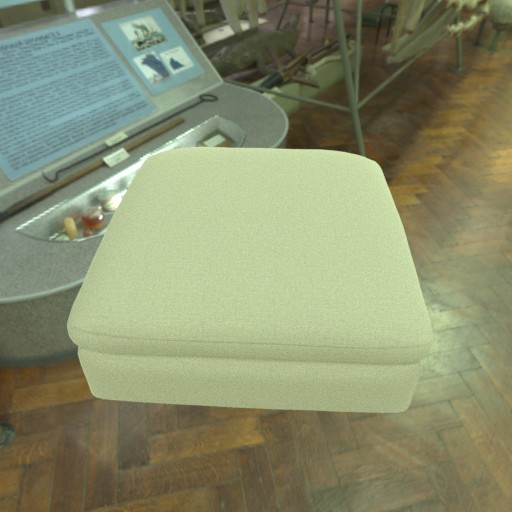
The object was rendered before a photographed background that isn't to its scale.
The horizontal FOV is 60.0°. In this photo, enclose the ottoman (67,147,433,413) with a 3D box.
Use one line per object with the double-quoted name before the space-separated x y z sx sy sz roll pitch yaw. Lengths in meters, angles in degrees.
"ottoman" 0.000 0.000 1.558 0.977 0.467 0.996 2 41 2
